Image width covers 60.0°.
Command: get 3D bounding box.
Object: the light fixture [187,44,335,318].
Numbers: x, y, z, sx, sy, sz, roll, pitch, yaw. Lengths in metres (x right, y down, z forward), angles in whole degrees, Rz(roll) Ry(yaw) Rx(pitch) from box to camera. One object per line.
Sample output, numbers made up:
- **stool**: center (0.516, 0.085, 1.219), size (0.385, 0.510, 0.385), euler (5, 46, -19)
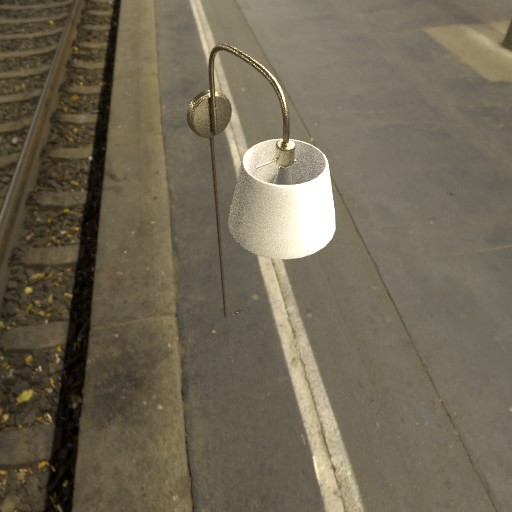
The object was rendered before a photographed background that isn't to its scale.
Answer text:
- **light fixture**: center (0.000, 0.000, 0.462), size (0.092, 0.399, 0.176), euler (-24, 50, -22)
